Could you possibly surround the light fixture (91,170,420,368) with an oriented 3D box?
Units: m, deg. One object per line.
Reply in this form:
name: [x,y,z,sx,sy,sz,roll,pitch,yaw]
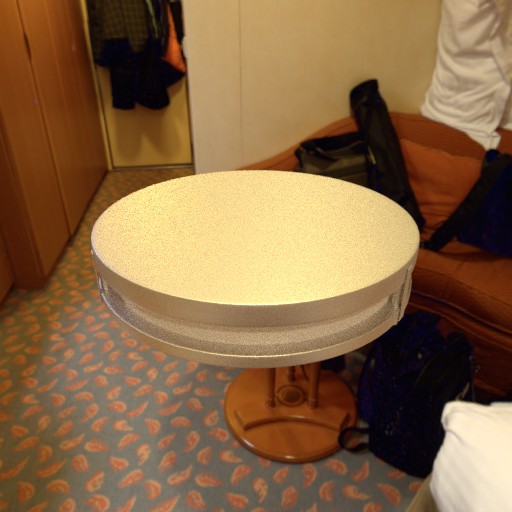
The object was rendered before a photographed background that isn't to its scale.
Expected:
light fixture: [0.000,0.000,0.525,0.356,0.102,0.356,0,28,0]
